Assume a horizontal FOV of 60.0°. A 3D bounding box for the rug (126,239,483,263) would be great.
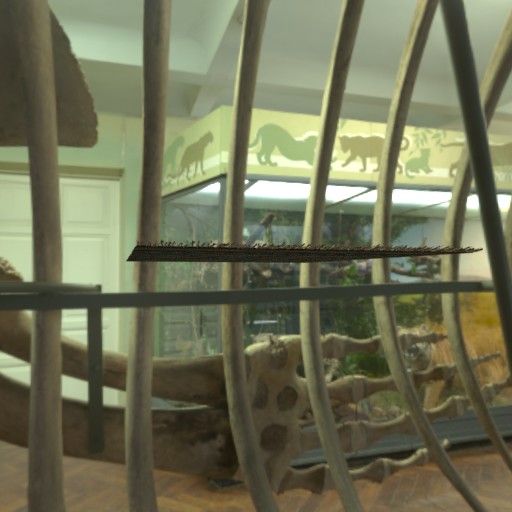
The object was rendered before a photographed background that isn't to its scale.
[{"bbox_3d":[0.000,0.000,4.378,2.418,0.047,3.307,1,-2,-17],"label":"rug"}]
